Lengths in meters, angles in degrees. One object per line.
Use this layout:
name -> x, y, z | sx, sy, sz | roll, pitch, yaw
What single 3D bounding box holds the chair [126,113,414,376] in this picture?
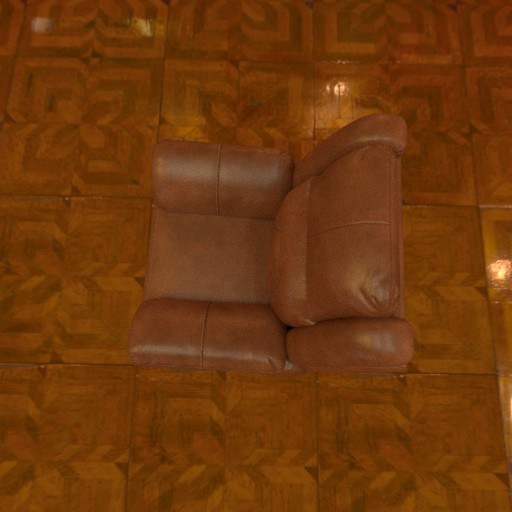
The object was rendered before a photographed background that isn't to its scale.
chair -> 0.000, 0.000, 1.926 | 1.041, 1.093, 0.990 | 3, 75, 1
